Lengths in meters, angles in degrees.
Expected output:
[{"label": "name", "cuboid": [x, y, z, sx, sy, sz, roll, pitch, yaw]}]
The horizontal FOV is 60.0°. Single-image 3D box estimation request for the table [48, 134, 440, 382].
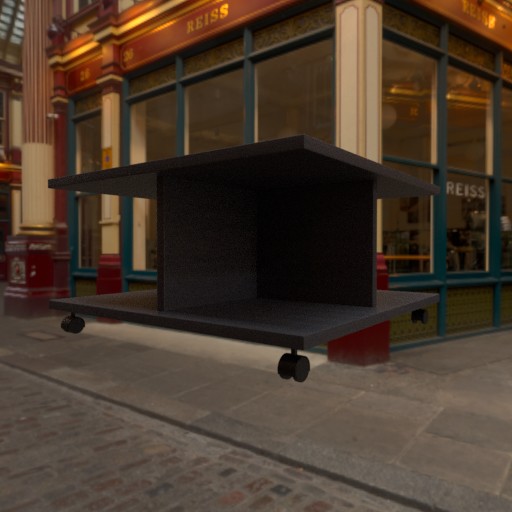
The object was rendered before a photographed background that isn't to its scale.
[{"label": "table", "cuboid": [0.000, 0.000, 1.212, 0.762, 0.396, 0.762, 1, 2, 37]}]
